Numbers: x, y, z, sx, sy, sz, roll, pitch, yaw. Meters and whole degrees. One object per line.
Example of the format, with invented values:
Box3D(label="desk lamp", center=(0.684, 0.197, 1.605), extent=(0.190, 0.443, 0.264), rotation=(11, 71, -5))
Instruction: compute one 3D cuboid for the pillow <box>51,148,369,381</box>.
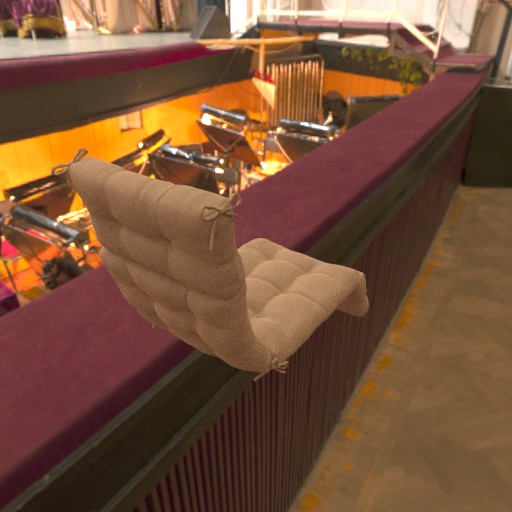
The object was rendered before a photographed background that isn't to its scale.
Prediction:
Box3D(label="pillow", center=(0.000, 0.000, 1.493), extent=(0.526, 0.863, 1.016), rotation=(20, 36, 31))
